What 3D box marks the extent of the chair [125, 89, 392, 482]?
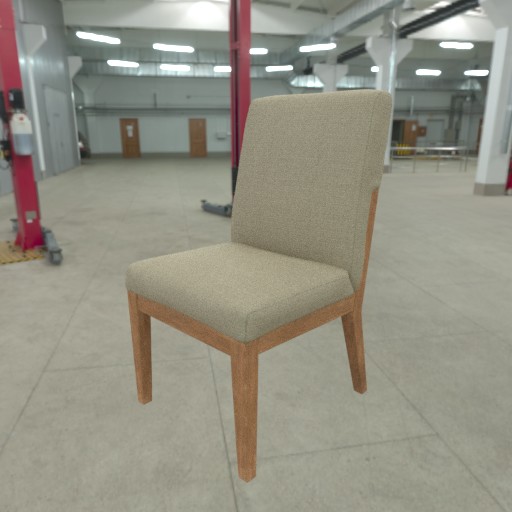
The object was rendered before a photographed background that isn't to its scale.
[{"bbox_3d":[0.000,0.000,1.272,0.507,0.911,0.586,15,21,42],"label":"chair"}]
